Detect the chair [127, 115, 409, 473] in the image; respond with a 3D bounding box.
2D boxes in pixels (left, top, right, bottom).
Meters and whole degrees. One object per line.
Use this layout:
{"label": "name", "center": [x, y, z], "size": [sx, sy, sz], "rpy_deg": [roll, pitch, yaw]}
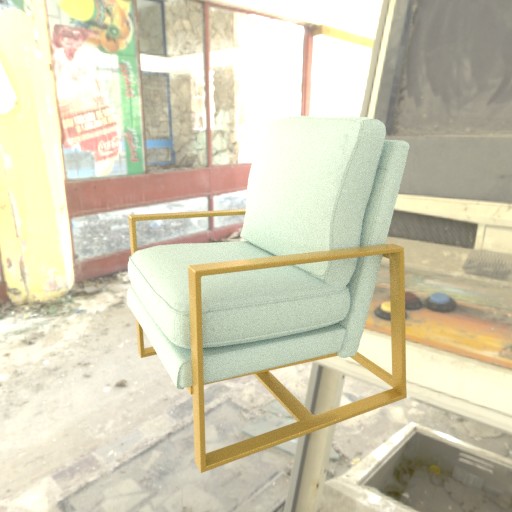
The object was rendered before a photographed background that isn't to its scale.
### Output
{"label": "chair", "center": [0.000, 0.000, 1.573], "size": [0.813, 0.956, 0.758], "rpy_deg": [-8, 19, -26]}
